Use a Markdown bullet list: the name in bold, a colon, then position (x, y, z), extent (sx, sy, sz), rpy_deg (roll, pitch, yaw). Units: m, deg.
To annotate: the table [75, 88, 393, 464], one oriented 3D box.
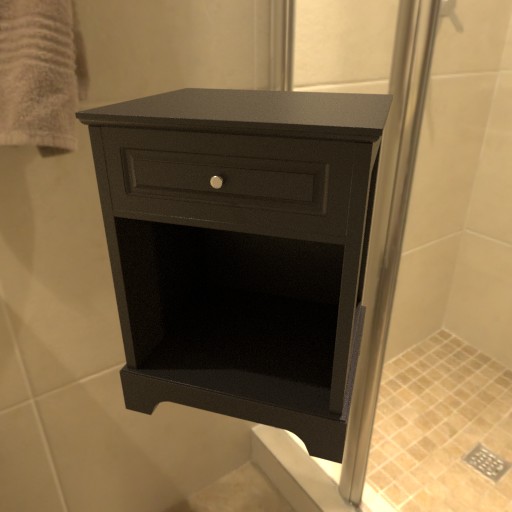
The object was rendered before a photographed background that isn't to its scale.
- **table**: position (0.000, 0.000, 0.923), extent (0.460, 0.610, 0.399), rpy_deg (8, 27, 16)
